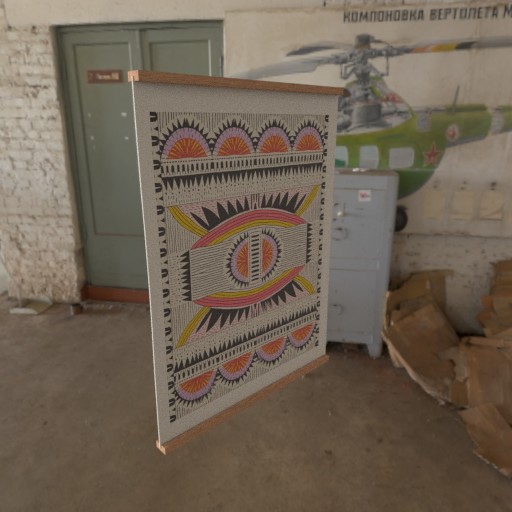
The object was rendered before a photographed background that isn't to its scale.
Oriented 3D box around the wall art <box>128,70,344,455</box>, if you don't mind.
[{"bbox_3d":[0.000,0.000,0.828,0.456,0.609,0.028,-15,23,-41],"label":"wall art"}]
